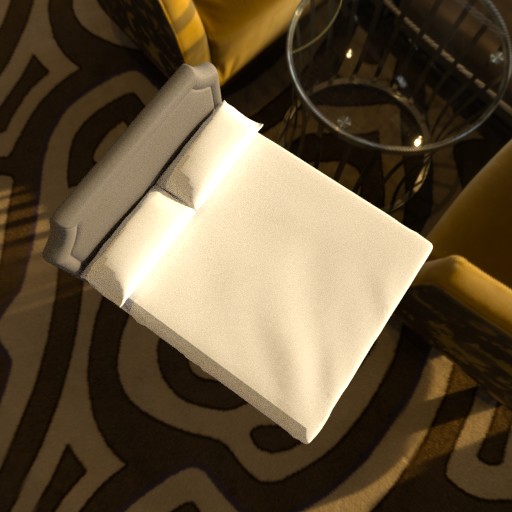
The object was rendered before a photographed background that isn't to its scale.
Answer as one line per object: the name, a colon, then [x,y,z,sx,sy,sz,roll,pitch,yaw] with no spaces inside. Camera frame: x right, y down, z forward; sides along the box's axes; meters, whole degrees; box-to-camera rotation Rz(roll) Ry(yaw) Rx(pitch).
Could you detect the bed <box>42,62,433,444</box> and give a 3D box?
bed: [0.000,0.000,3.867,2.536,1.561,2.194,34,78,8]
